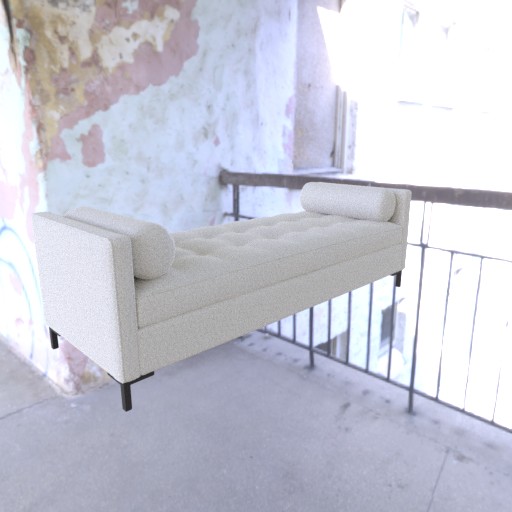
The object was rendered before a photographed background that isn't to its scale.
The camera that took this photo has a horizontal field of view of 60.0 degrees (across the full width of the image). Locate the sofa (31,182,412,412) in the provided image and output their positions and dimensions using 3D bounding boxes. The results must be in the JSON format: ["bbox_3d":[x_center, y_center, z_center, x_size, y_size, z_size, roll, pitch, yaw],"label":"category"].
[{"bbox_3d":[0.000,0.000,2.368,1.985,0.641,0.746,-14,20,-42],"label":"sofa"}]
